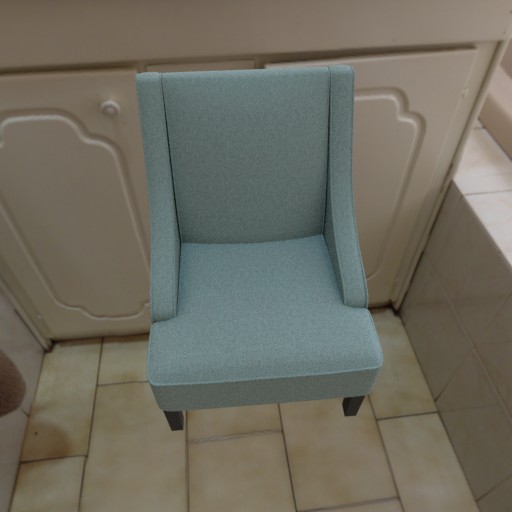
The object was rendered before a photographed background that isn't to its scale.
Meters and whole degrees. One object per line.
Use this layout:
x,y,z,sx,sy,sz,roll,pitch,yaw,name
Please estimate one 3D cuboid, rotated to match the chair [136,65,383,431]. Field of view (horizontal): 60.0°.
0.000,0.000,1.833,0.857,1.133,1.025,-4,48,-3,chair
